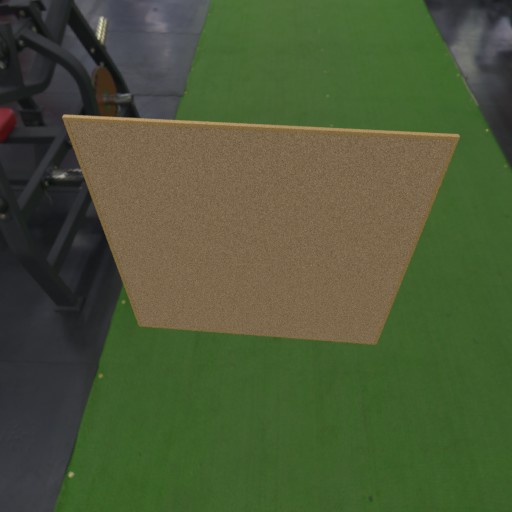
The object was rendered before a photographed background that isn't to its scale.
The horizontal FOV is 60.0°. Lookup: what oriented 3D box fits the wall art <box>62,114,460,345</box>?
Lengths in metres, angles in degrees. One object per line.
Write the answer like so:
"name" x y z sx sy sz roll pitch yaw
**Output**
"wall art" 0.000 0.000 1.433 0.962 0.959 0.013 4 49 3
